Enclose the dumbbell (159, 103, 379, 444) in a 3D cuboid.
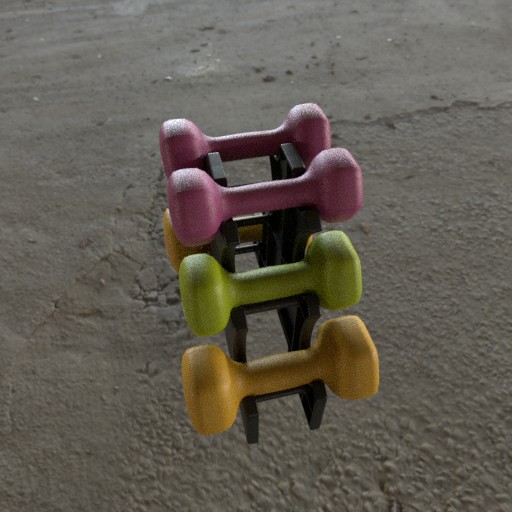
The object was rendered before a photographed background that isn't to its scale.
[{"bbox_3d":[0.000,0.000,0.467,0.190,0.271,0.300,-9,47,-9],"label":"dumbbell"}]
